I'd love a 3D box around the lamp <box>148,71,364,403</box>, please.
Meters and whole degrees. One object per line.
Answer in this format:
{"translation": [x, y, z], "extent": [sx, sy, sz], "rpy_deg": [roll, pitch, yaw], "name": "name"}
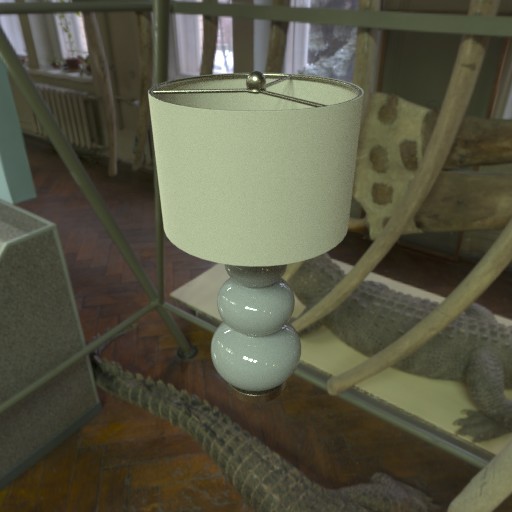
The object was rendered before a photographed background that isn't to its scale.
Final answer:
{"translation": [0.000, 0.000, 0.940], "extent": [0.367, 0.730, 0.367], "rpy_deg": [20, 36, 30], "name": "lamp"}
